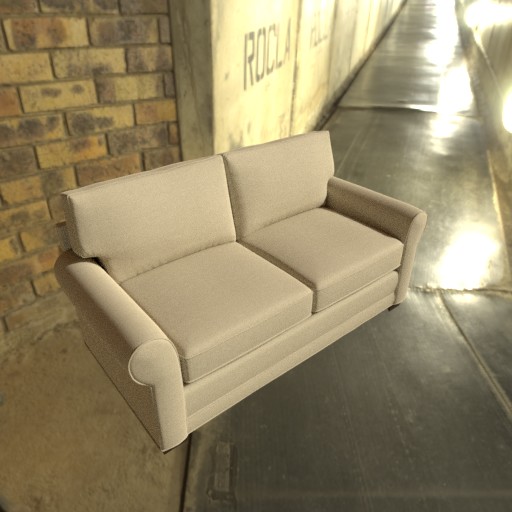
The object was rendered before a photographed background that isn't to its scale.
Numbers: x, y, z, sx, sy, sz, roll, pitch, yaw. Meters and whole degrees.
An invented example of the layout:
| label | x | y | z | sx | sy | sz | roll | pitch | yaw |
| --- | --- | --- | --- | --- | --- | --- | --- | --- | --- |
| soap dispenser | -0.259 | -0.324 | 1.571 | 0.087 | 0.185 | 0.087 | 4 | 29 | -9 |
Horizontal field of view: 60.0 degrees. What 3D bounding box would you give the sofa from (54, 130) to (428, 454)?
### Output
| label | x | y | z | sx | sy | sz | roll | pitch | yaw |
| --- | --- | --- | --- | --- | --- | --- | --- | --- | --- |
| sofa | 0.000 | 0.000 | 2.264 | 1.774 | 0.933 | 0.861 | -23 | 38 | -33 |
